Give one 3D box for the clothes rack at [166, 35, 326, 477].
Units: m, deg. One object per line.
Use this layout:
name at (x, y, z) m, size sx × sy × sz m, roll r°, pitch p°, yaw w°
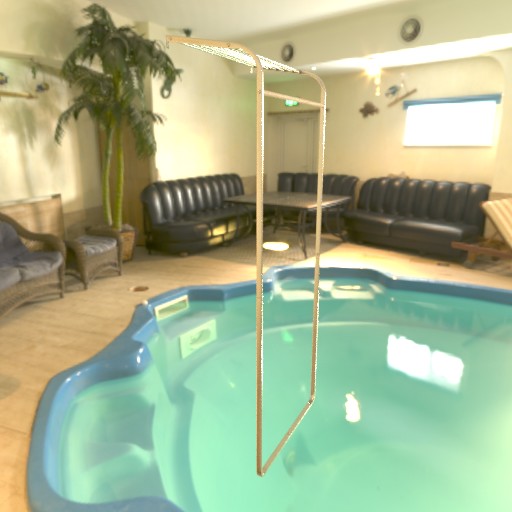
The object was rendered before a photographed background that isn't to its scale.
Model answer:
clothes rack at (0.000, 0.000, 1.813) m, size 0.349 × 1.574 × 0.609 m, roll 7°, pitch 16°, yaw 26°
